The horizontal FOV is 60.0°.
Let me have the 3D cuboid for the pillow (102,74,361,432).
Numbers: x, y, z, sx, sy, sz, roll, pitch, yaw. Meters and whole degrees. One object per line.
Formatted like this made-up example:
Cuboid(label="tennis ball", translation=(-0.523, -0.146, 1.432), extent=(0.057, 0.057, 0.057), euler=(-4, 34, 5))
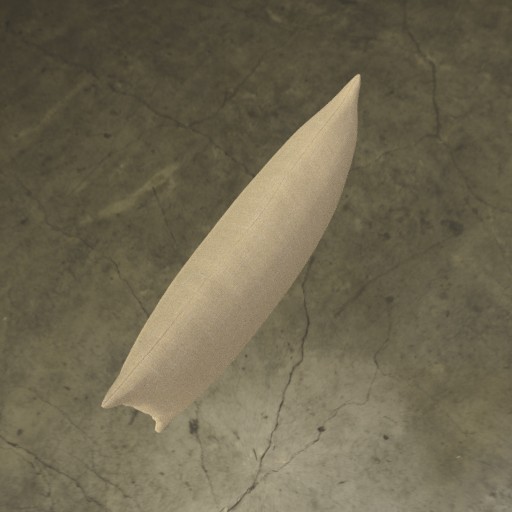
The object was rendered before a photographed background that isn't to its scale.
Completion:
Cuboid(label="pillow", translation=(0.000, 0.000, 0.723), extent=(0.148, 0.308, 0.612), euler=(30, 68, 14))
